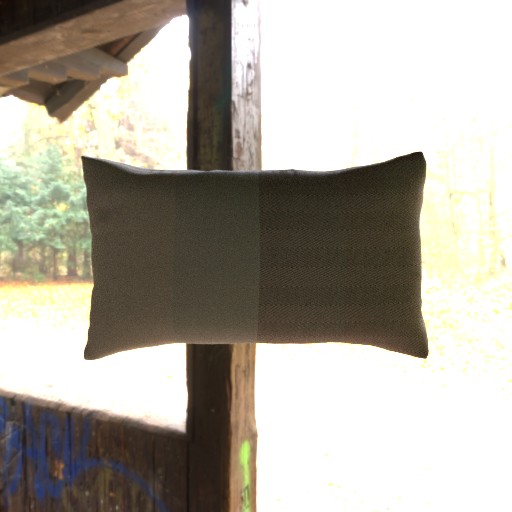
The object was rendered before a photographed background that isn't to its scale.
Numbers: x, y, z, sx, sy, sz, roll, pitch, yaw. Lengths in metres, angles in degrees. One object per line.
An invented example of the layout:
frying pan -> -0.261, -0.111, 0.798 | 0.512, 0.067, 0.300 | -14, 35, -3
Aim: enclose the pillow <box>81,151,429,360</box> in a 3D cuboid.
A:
pillow -> 0.000, 0.000, 0.647 | 0.506, 0.305, 0.139 | 0, 1, 0
